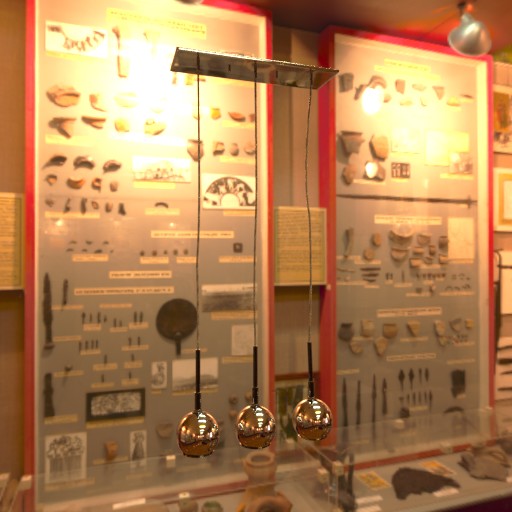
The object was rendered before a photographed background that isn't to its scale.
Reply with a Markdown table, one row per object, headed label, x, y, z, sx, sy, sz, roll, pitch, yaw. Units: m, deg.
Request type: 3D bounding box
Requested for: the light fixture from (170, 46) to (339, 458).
| label | x | y | z | sx | sy | sz | roll | pitch | yaw |
| --- | --- | --- | --- | --- | --- | --- | --- | --- | --- |
| light fixture | 0.000 | 0.000 | 1.671 | 0.623 | 1.408 | 0.188 | 0 | 0 | -18 |
